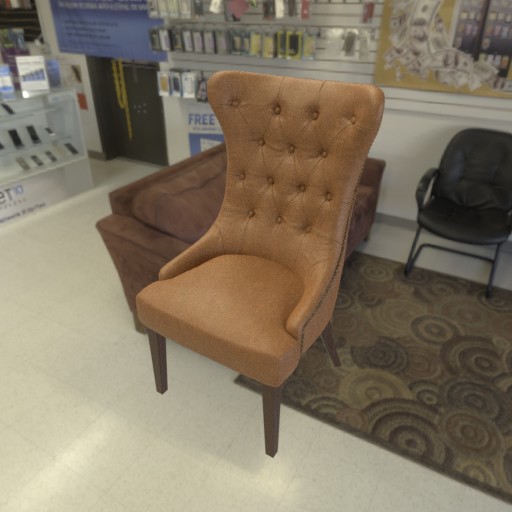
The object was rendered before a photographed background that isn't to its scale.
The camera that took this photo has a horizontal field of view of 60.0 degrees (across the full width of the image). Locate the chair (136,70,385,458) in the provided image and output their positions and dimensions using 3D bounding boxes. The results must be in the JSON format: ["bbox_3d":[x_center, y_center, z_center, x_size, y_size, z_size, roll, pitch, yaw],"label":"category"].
[{"bbox_3d":[0.000,0.000,1.482,0.611,1.065,0.669,18,35,28],"label":"chair"}]
